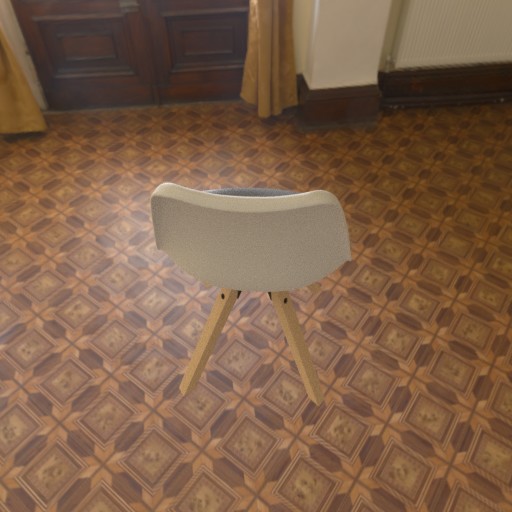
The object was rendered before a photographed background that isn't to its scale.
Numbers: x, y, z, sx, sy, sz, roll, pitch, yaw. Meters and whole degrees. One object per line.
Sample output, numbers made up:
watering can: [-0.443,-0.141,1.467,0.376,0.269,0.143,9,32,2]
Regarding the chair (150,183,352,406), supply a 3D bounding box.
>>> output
chair: [0.000,0.000,1.198,0.485,0.850,0.550,3,47,3]
